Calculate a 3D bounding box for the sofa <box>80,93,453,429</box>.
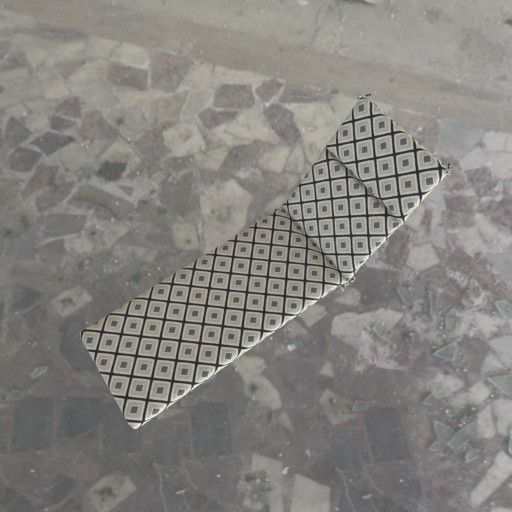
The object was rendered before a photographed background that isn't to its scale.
[{"bbox_3d":[0.000,0.000,1.957,1.663,0.622,0.582,-33,68,-15],"label":"sofa"}]
